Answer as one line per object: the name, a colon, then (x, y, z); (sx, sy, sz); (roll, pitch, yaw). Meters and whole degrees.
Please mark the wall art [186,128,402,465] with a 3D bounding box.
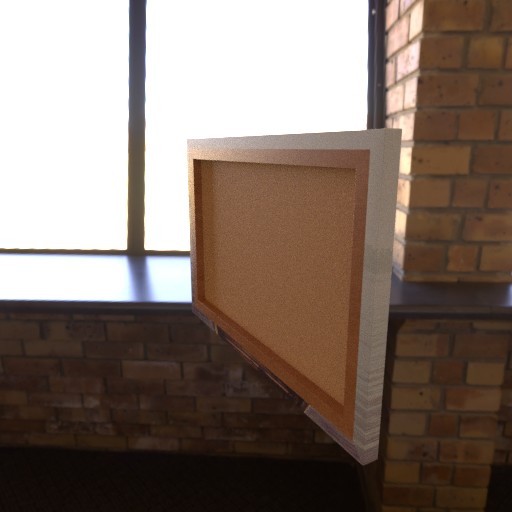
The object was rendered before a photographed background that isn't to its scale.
wall art: (0.000, 0.000, 1.158); (0.037, 0.609, 0.916); (-7, 16, -27)
